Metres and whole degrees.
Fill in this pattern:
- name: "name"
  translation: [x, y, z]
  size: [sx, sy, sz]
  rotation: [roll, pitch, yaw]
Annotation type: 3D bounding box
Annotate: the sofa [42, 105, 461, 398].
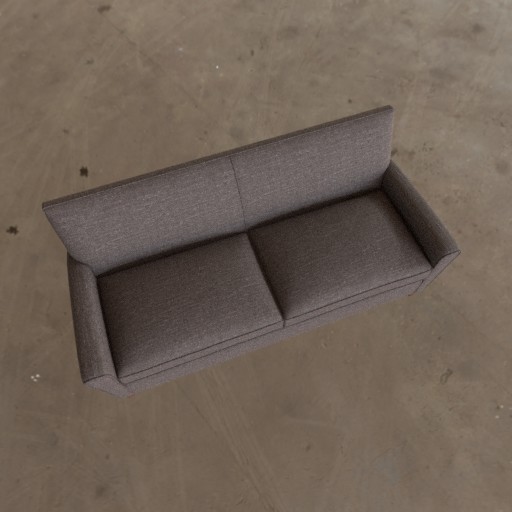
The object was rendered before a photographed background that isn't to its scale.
- name: "sofa"
  translation: [0.000, 0.000, 2.477]
  size: [1.976, 0.846, 0.875]
  rotation: [-18, 64, -9]
